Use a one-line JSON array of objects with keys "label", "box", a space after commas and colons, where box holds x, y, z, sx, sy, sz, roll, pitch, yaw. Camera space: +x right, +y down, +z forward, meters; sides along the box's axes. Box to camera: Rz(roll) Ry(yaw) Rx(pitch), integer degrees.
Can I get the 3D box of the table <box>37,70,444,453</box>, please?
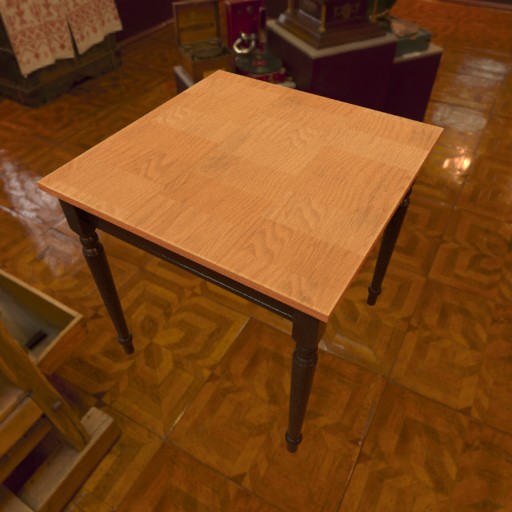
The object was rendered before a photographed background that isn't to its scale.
[{"label": "table", "box": [0.000, 0.000, 1.383, 0.747, 0.738, 0.747, 23, 50, 22]}]
